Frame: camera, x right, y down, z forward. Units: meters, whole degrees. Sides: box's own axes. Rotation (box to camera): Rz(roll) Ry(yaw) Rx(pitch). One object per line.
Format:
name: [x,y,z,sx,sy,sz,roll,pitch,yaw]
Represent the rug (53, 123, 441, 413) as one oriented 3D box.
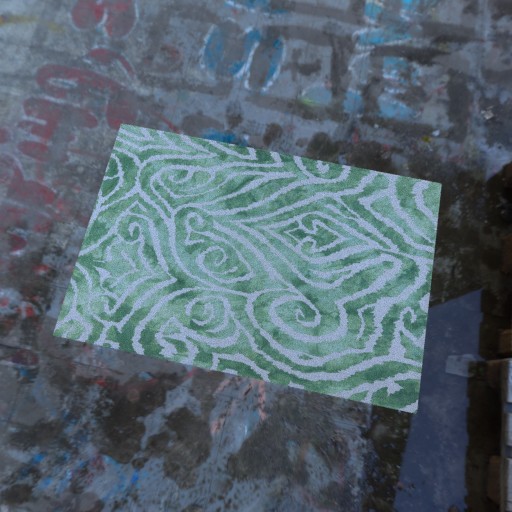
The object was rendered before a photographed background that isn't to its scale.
rug: [0.000,0.000,2.328,1.826,0.006,1.220,11,75,3]
